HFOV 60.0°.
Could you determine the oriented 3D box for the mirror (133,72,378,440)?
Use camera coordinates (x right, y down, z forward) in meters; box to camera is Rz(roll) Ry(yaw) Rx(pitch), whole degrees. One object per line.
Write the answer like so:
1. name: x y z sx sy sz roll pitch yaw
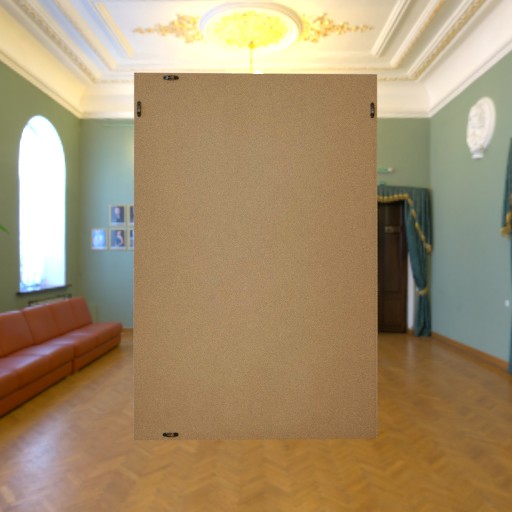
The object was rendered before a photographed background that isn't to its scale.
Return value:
1. mirror: 0.000 0.000 1.123 0.609 0.915 0.041 0 0 -1
